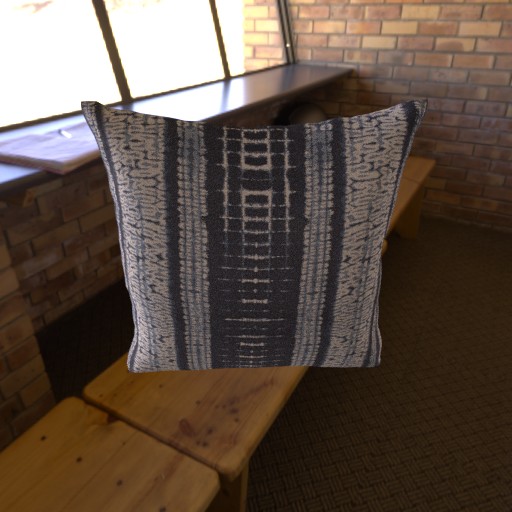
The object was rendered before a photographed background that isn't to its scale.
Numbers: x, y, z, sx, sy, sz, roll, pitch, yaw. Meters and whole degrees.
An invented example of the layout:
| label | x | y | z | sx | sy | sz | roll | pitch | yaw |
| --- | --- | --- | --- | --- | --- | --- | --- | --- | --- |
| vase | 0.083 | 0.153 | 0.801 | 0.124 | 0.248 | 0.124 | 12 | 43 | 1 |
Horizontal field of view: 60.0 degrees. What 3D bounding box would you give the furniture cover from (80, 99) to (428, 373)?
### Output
| label | x | y | z | sx | sy | sz | roll | pitch | yaw |
| --- | --- | --- | --- | --- | --- | --- | --- | --- | --- |
| furniture cover | 0.000 | 0.000 | 0.644 | 0.425 | 0.435 | 0.133 | -1 | 29 | -2 |
